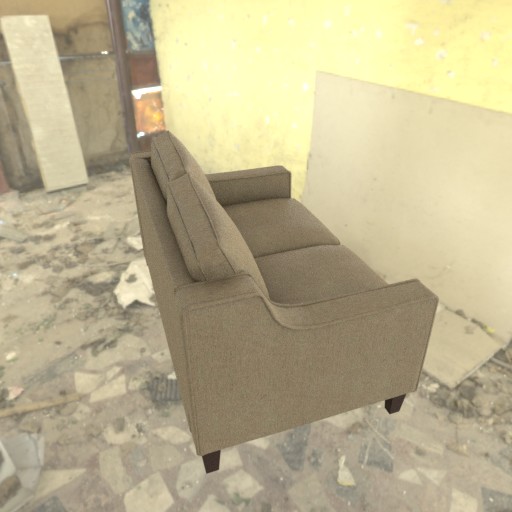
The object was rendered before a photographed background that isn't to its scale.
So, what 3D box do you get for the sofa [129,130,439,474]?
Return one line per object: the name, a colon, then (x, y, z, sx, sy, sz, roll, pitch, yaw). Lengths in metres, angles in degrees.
sofa: (0.000, 0.000, 2.177, 0.985, 0.981, 1.503, -10, 32, -17)
